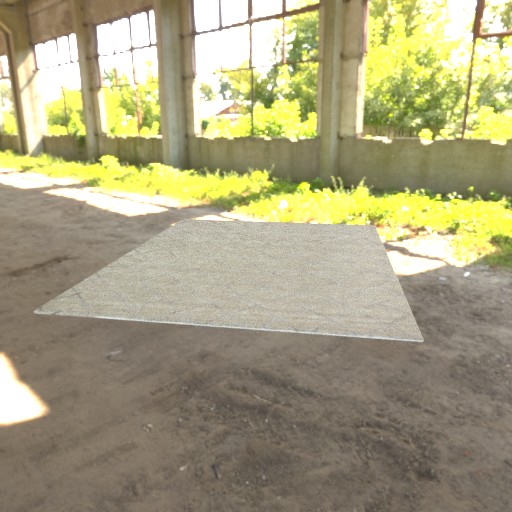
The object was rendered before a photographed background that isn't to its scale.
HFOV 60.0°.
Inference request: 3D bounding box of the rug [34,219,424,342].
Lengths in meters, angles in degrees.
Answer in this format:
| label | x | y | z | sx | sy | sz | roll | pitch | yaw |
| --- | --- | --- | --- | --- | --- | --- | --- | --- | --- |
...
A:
| label | x | y | z | sx | sy | sz | roll | pitch | yaw |
| --- | --- | --- | --- | --- | --- | --- | --- | --- | --- |
| rug | 0.000 | 0.000 | 4.118 | 2.420 | 0.019 | 3.038 | 3 | 16 | 9 |
